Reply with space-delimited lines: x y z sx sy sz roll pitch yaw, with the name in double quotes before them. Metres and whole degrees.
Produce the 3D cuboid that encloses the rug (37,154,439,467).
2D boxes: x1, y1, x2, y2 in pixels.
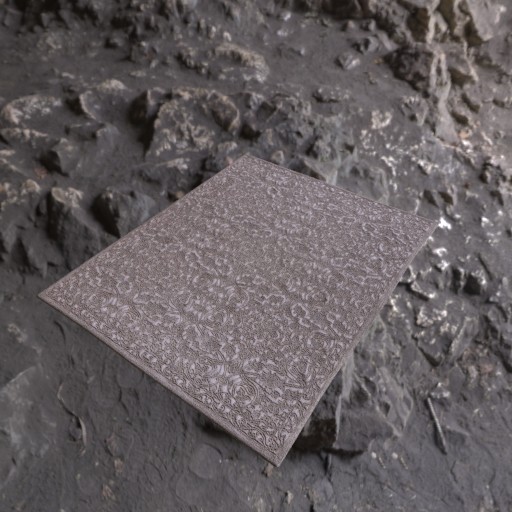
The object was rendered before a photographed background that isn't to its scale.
"rug" 0.000 0.000 4.156 2.472 0.035 3.017 25 48 26
